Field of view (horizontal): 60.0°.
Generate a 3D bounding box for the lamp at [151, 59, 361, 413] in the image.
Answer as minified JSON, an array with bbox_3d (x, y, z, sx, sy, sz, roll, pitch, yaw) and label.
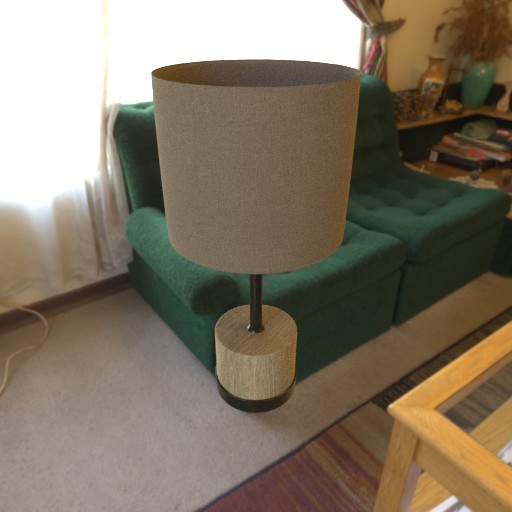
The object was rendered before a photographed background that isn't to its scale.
[{"bbox_3d":[0.000,0.000,0.603,0.229,0.470,0.229,20,36,32],"label":"lamp"}]
